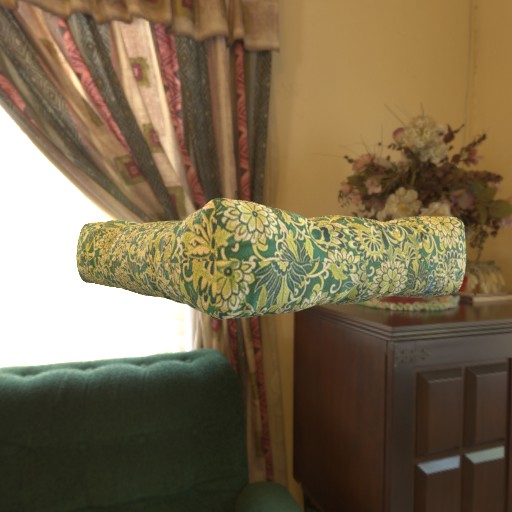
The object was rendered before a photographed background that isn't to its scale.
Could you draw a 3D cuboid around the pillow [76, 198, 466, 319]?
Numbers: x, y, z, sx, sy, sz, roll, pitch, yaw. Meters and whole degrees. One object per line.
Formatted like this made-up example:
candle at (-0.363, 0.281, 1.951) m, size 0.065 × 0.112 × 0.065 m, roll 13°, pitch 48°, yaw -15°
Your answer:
pillow at (0.000, 0.000, 0.731) m, size 0.468 × 0.128 × 0.490 m, roll -1°, pitch 1°, yaw -37°
